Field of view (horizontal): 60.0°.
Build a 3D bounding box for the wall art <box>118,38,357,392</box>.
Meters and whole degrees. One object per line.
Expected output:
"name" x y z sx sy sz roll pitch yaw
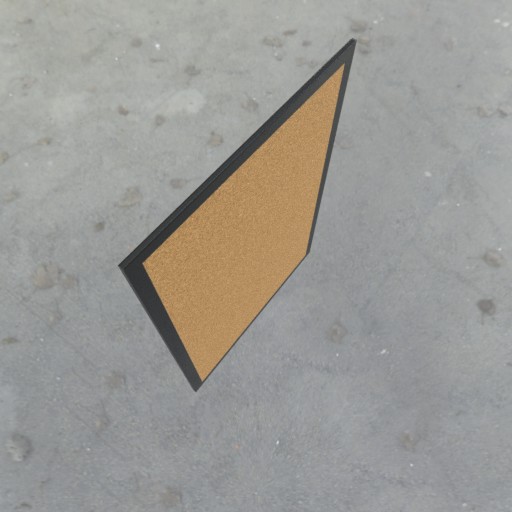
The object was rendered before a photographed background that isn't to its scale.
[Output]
"wall art" 0.000 0.000 1.264 0.013 0.967 0.707 34 67 17
